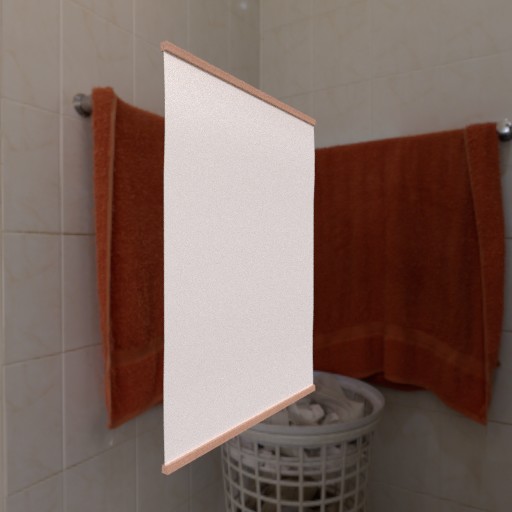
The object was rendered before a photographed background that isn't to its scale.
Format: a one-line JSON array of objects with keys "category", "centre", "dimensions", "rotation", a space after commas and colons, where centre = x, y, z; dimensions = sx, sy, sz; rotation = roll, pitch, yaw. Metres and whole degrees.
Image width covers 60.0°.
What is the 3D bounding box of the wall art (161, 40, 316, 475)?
[{"category": "wall art", "centre": [0.000, 0.000, 1.345], "dimensions": [0.020, 1.013, 0.758], "rotation": [1, 1, 34]}]
